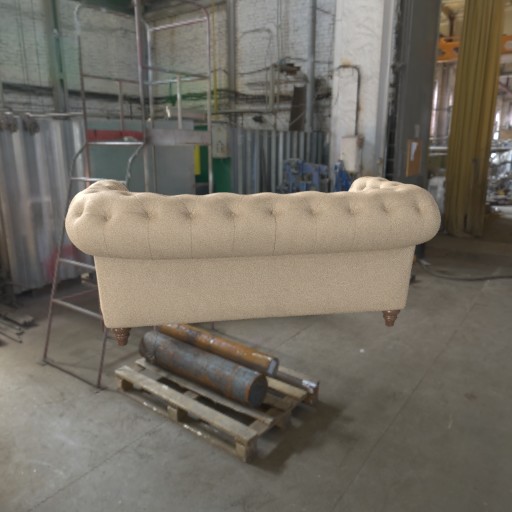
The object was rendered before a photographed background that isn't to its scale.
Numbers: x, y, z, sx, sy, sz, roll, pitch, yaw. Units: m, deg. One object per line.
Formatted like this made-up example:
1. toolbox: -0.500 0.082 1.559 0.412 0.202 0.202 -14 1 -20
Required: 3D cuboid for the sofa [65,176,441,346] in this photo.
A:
1. sofa: 0.000 0.000 2.549 1.988 0.835 1.069 -2 14 -10
